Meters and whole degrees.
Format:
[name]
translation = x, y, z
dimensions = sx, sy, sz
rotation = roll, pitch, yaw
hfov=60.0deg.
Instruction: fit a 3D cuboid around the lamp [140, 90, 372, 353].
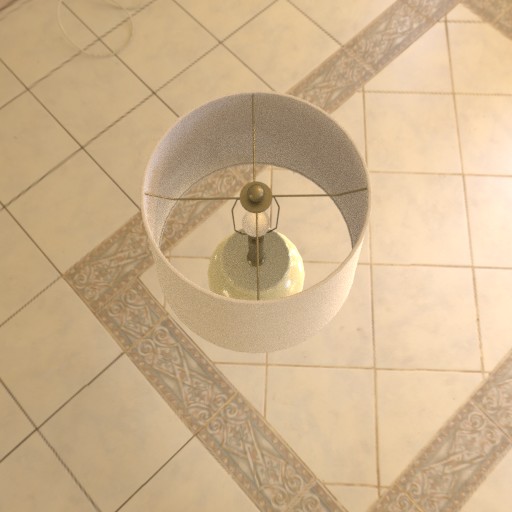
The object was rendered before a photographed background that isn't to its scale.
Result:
[lamp]
translation = 0.000, 0.000, 0.551
dimensions = 0.239, 0.399, 0.239
rotation = 0, 74, 0
